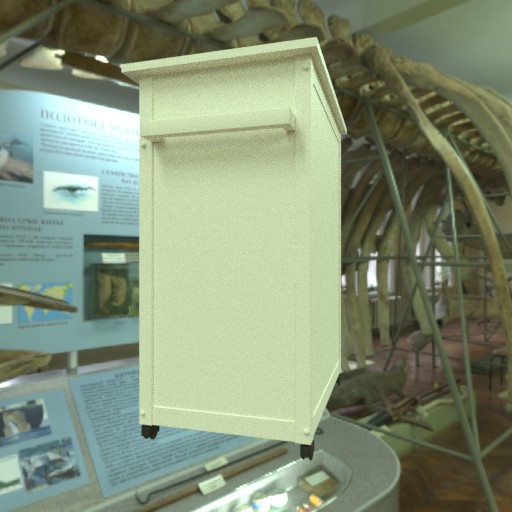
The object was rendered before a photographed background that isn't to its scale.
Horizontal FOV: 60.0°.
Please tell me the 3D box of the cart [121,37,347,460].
[{"bbox_3d":[0.000,0.000,1.246,0.442,0.864,0.683,0,0,17],"label":"cart"}]
